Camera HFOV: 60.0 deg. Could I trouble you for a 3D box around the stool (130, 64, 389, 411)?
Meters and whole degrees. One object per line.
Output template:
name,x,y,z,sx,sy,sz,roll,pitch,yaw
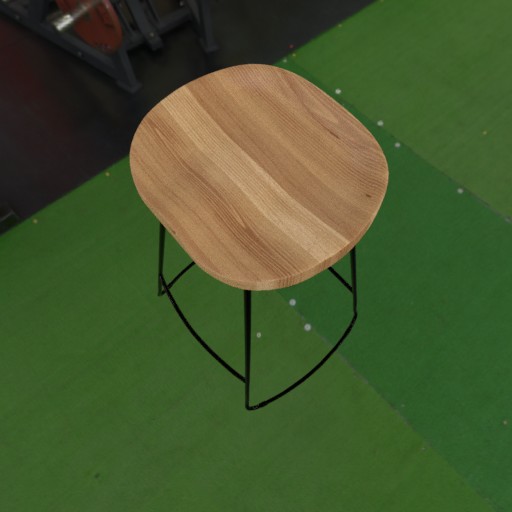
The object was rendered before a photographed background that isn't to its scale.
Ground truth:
stool,0.000,0.000,0.974,0.401,0.679,0.480,-36,69,-17
